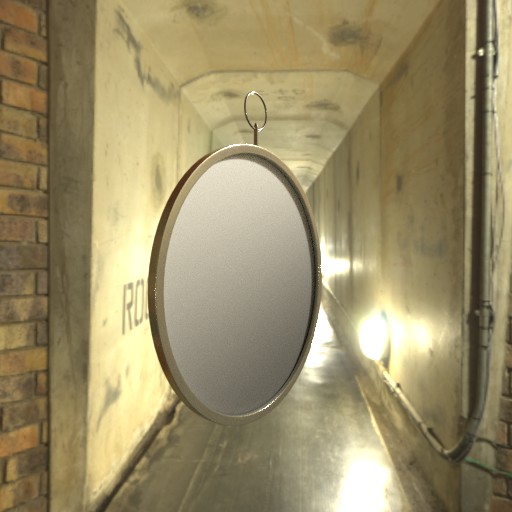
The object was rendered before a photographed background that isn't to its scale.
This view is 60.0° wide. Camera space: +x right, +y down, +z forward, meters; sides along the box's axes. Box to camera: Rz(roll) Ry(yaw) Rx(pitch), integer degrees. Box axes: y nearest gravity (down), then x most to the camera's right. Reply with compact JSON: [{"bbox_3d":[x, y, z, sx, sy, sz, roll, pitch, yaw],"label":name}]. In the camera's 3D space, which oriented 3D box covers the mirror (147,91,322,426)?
[{"bbox_3d":[0.000,0.000,0.970,0.020,0.713,0.594,0,1,35],"label":"mirror"}]
